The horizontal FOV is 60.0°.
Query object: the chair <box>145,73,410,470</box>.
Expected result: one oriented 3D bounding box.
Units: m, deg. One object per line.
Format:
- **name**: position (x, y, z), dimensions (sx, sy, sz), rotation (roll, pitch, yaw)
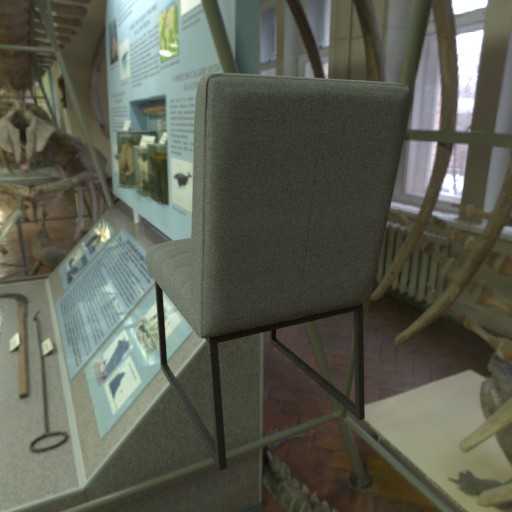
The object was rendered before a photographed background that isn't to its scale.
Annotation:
- **chair**: position (0.000, 0.000, 1.301), dimensions (0.520, 0.930, 0.634), rotation (-8, 18, -26)
